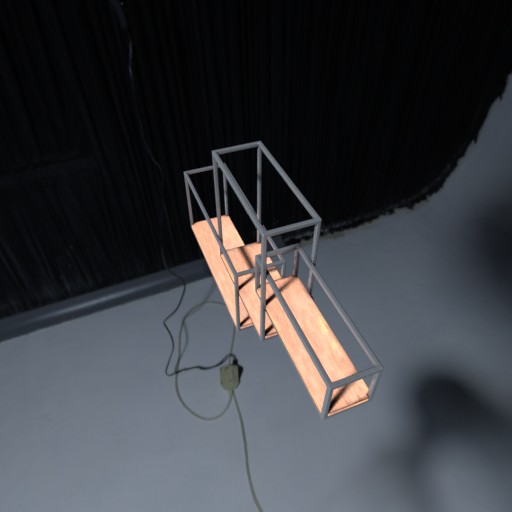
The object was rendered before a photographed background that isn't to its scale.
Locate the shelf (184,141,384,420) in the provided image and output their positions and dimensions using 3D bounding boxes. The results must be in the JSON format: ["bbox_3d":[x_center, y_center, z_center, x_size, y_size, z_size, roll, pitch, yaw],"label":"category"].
[{"bbox_3d":[0.000,0.000,2.202,0.275,0.972,1.781,-15,47,-15],"label":"shelf"}]
